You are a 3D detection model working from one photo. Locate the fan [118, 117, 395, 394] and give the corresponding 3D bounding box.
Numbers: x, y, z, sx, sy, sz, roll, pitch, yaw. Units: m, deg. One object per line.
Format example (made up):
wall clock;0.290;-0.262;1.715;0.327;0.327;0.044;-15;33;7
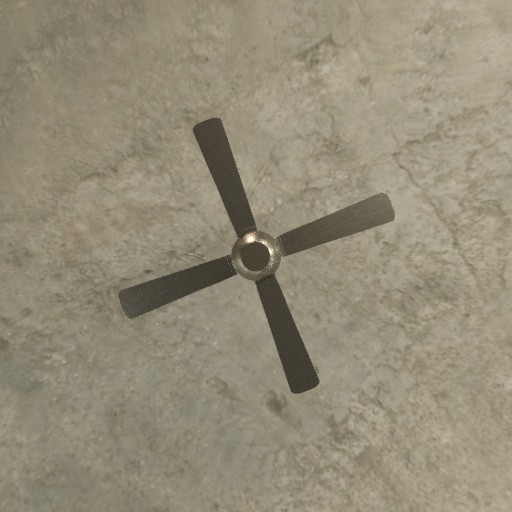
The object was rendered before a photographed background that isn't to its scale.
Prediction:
fan;0.000;0.000;2.042;1.321;0.381;1.321;0;91;1
